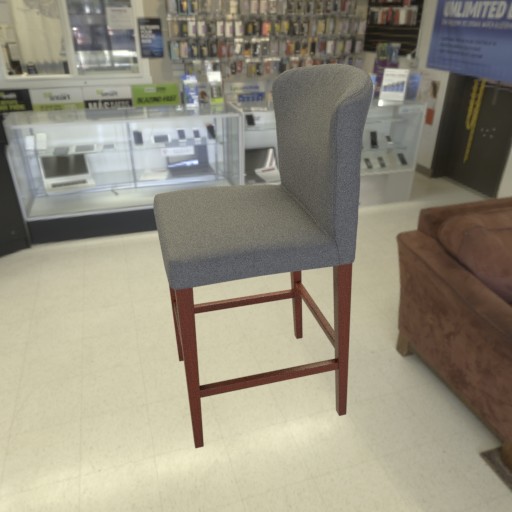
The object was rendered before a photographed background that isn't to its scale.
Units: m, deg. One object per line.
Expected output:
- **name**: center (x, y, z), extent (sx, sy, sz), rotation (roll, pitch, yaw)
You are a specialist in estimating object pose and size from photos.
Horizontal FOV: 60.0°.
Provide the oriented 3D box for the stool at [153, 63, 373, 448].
- **stool**: center (0.000, 0.000, 1.367), extent (0.568, 1.069, 0.481), rotation (-8, 30, -14)
